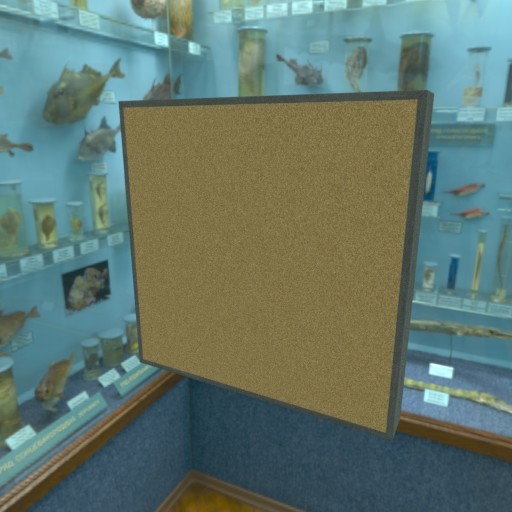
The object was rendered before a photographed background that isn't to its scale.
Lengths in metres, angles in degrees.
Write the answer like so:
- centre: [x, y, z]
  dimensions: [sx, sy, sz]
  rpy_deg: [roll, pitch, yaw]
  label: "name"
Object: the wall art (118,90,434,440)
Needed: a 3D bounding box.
- centre: [0.000, 0.000, 0.448]
  dimensions: [0.303, 0.302, 0.038]
  rpy_deg: [8, 18, 27]
  label: "wall art"
